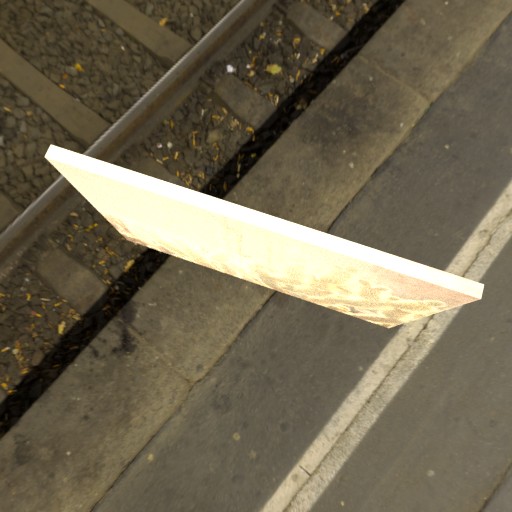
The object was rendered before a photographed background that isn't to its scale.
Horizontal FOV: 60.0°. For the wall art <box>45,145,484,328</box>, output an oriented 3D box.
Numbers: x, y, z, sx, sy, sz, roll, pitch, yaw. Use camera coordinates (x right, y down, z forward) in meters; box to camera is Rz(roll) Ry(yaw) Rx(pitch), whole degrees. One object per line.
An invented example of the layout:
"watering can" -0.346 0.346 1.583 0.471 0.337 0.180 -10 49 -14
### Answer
"wall art" 0.000 0.000 1.469 1.142 0.758 0.041 18 76 5
